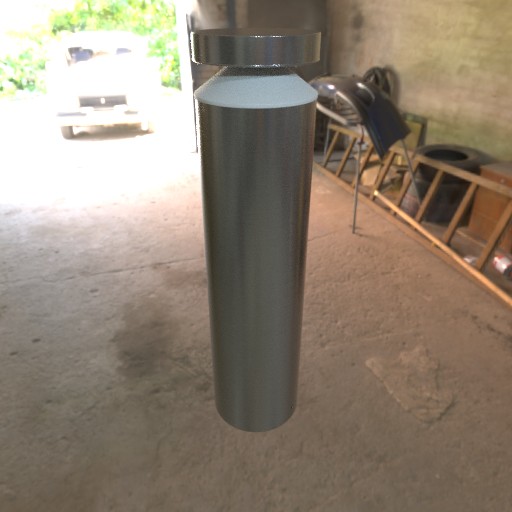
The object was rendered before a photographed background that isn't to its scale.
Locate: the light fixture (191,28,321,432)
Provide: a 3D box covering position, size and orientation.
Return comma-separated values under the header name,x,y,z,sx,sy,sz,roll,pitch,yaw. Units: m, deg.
name,x,y,z,sx,sy,sz,roll,pitch,yaw
light fixture,0.000,0.000,0.442,0.102,0.400,0.102,18,35,29
